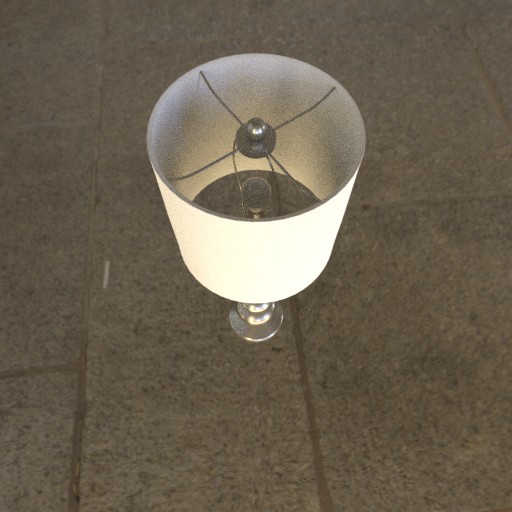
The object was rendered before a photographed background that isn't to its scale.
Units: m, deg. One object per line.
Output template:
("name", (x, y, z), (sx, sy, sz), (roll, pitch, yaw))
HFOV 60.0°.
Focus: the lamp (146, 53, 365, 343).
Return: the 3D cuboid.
("lamp", (0.000, 0.000, 0.812), (0.254, 0.690, 0.254), (-33, 68, -15))
